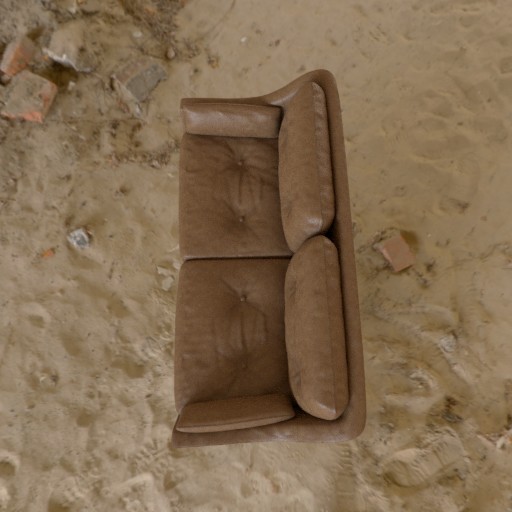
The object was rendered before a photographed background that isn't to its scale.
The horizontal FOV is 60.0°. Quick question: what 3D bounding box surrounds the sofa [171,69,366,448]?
[{"bbox_3d":[0.000,0.000,2.415,0.904,0.839,1.902,-1,74,0],"label":"sofa"}]
